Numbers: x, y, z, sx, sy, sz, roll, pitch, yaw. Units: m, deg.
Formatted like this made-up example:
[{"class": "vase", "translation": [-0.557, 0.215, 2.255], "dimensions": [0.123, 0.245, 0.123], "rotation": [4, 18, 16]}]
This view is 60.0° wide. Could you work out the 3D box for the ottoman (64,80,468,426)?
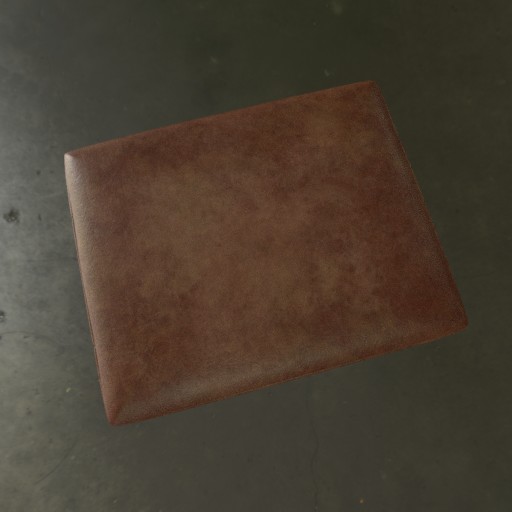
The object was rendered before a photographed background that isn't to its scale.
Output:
[{"class": "ottoman", "translation": [0.000, 0.000, 1.748], "dimensions": [1.186, 0.667, 0.965], "rotation": [-14, 76, -4]}]
